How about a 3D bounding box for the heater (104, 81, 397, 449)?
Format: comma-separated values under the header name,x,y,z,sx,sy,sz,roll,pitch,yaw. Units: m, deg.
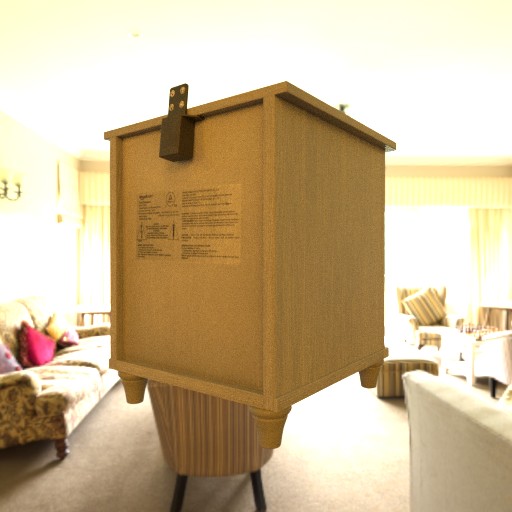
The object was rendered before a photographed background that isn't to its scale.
name,x,y,z,sx,sy,sz,roll,pitch,yaw
heater,0.000,0.000,0.768,0.362,0.481,0.400,0,0,37
